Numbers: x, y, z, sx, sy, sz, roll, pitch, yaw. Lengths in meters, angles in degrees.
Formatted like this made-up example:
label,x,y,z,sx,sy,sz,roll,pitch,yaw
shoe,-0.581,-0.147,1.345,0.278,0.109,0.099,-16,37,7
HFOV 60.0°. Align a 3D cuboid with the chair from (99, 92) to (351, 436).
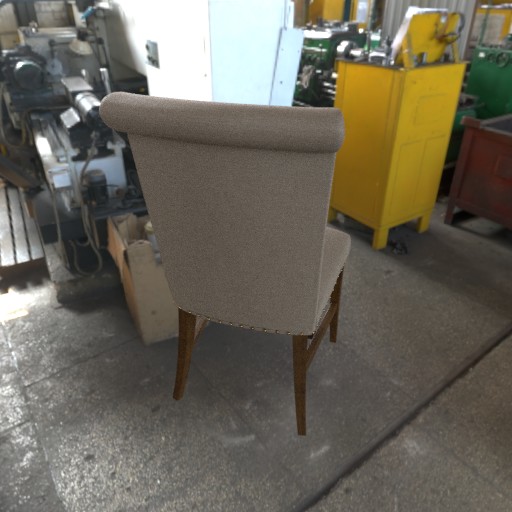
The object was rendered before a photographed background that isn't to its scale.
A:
label,x,y,z,sx,sy,sz,roll,pitch,yaw
chair,0.000,0.000,1.317,0.513,0.988,0.608,10,33,16
